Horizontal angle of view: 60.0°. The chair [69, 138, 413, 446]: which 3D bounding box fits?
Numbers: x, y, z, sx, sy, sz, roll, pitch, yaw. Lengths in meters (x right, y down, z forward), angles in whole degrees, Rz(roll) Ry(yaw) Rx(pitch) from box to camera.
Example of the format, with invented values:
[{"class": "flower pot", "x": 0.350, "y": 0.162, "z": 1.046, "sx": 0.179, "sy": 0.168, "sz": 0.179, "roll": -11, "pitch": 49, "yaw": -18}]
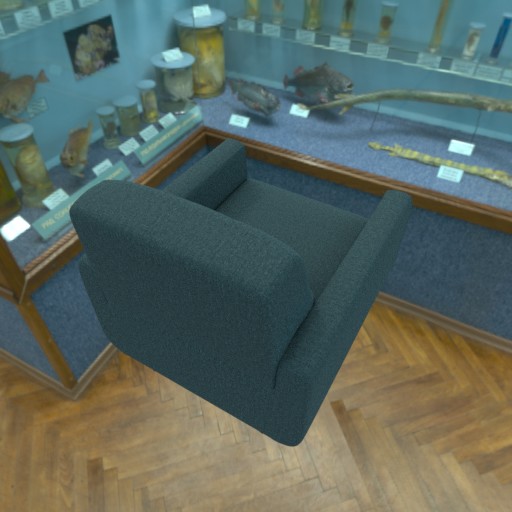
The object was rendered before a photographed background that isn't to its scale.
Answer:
[{"class": "chair", "x": 0.000, "y": 0.000, "z": 1.683, "sx": 0.880, "sy": 0.940, "sz": 0.964, "roll": 23, "pitch": 49, "yaw": 21}]
